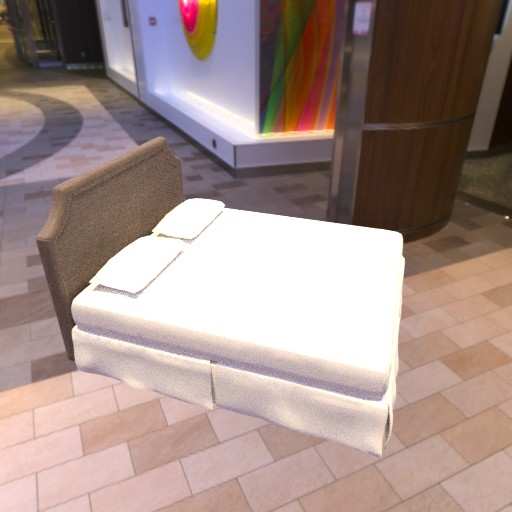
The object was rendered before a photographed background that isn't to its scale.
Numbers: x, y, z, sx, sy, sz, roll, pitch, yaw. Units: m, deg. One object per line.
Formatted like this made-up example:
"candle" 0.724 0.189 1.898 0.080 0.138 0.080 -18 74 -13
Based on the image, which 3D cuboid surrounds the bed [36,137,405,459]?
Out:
"bed" 0.000 0.000 4.078 2.773 1.590 2.350 9 31 16
